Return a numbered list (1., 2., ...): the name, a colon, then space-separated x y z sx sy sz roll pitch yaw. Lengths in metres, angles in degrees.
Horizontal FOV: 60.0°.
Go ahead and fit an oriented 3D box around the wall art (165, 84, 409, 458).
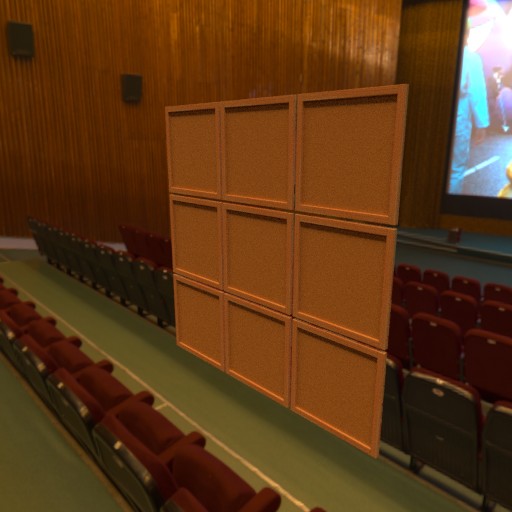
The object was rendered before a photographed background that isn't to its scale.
1. wall art: 0.000 0.000 1.354 0.012 0.910 0.911 -14 20 -42
